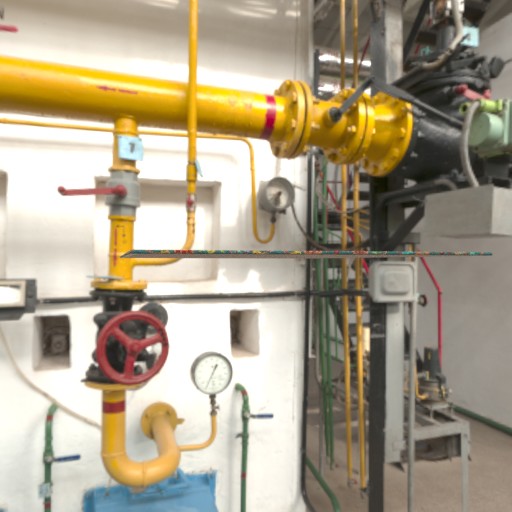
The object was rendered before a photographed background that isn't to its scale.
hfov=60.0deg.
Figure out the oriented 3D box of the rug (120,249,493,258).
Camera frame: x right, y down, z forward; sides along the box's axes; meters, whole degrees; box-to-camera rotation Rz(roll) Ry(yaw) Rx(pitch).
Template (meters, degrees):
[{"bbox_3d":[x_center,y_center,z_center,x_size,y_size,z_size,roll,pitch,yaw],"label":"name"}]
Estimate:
[{"bbox_3d":[0.000,0.000,4.228,2.434,0.025,3.204,0,-1,-18],"label":"rug"}]
